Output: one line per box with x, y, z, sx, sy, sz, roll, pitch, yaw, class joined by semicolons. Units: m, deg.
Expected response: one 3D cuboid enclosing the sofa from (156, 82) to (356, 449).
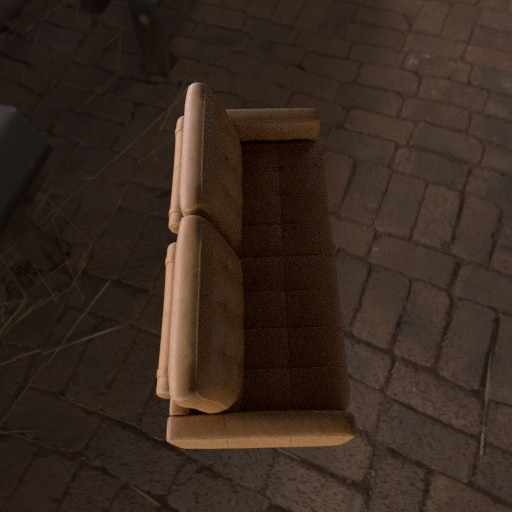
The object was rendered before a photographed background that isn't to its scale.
0.000;0.000;2.304;0.850;0.898;1.821;-1;64;-1;sofa
